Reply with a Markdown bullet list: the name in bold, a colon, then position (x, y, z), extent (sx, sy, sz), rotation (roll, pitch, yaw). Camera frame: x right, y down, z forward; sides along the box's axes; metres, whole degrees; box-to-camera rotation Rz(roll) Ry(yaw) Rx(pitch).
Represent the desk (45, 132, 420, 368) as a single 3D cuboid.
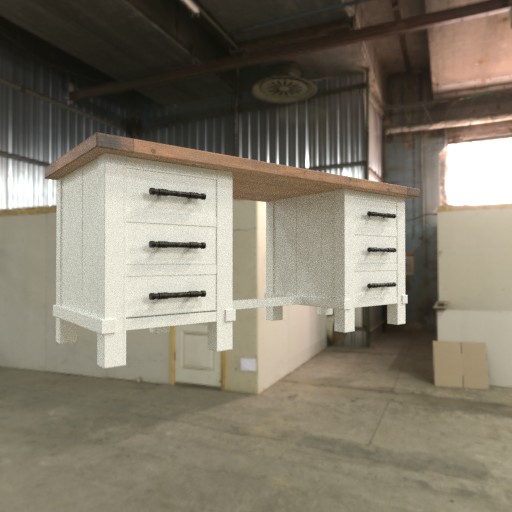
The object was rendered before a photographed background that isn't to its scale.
- **desk**: position (0.000, 0.000, 2.214), extent (1.803, 0.760, 0.688), rotation (0, -1, -38)
